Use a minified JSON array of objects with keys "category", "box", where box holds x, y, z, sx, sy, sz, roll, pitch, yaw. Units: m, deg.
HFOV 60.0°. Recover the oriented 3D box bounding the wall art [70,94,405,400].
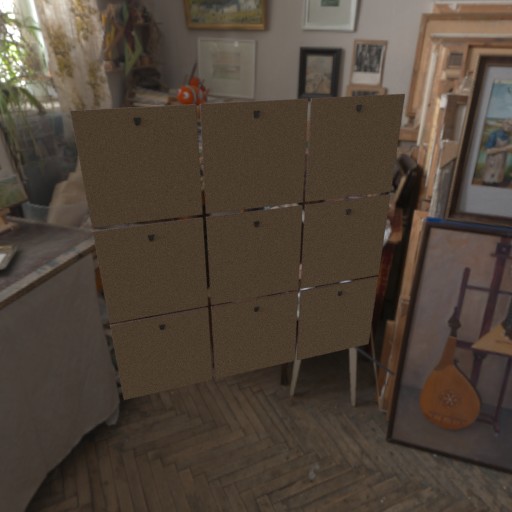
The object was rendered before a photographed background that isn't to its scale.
[{"category":"wall art","box":[0.000,0.000,2.303,1.533,1.532,0.019,-9,29,-16]}]
